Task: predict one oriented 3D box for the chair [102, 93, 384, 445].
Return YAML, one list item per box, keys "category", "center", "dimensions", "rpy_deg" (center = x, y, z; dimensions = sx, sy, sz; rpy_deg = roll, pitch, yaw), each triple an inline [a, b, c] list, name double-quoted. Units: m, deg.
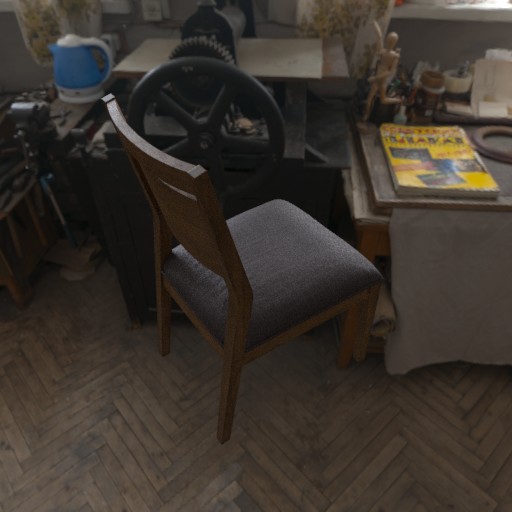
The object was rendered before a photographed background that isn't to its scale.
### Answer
- category: "chair"
  center: [0.000, 0.000, 1.298]
  dimensions: [0.610, 0.939, 0.501]
  rpy_deg: [-25, 47, -26]
